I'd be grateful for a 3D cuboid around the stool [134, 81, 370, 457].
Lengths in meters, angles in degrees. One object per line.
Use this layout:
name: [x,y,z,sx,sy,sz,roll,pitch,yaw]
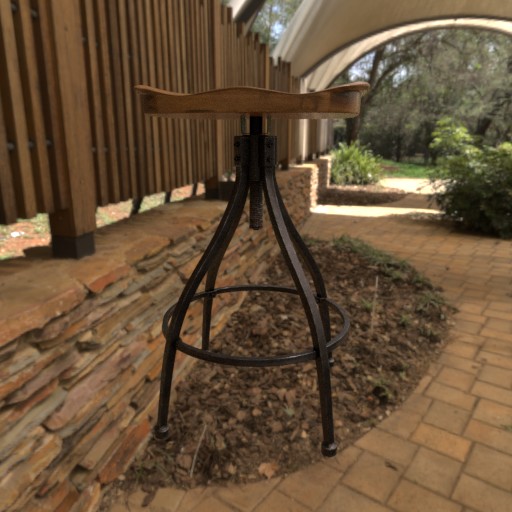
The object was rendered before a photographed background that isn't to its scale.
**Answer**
stool: [0.000,0.000,0.973,0.432,0.694,0.424,2,16,8]
